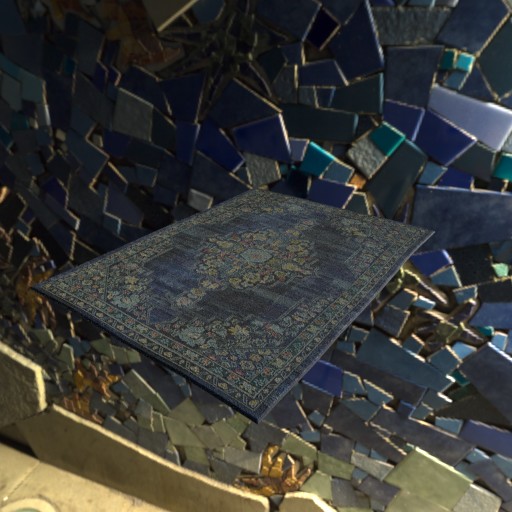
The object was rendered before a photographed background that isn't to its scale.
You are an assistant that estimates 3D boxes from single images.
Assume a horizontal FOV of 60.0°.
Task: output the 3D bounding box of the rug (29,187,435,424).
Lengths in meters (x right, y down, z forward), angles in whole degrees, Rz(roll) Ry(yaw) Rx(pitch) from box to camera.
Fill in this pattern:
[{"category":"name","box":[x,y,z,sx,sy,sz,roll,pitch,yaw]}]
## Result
[{"category":"rug","box":[0.000,0.000,4.769,2.716,0.035,3.612,19,33,32]}]
